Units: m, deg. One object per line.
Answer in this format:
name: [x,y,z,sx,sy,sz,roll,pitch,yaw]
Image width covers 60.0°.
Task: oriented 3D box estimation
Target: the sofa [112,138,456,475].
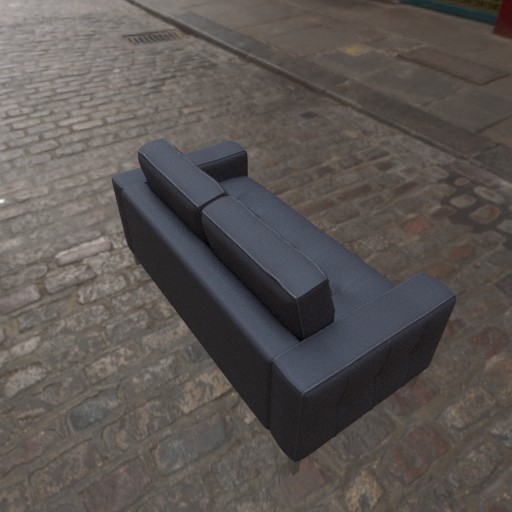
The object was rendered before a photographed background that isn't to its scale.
sofa: [0.000,0.000,2.244,0.833,0.893,1.726,-24,46,-26]
